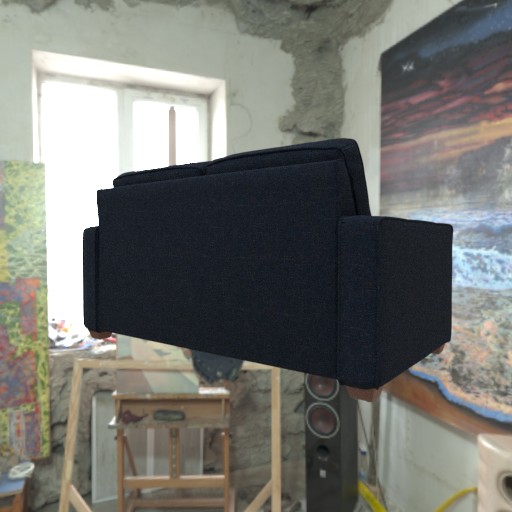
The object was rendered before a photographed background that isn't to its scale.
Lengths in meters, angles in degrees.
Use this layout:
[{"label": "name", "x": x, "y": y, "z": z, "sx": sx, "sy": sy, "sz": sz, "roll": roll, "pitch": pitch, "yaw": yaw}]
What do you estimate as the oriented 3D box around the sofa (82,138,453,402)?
[{"label": "sofa", "x": 0.000, "y": 0.000, "z": 2.273, "sx": 1.709, "sy": 0.918, "sz": 0.947, "roll": 1, "pitch": 2, "yaw": 37}]
